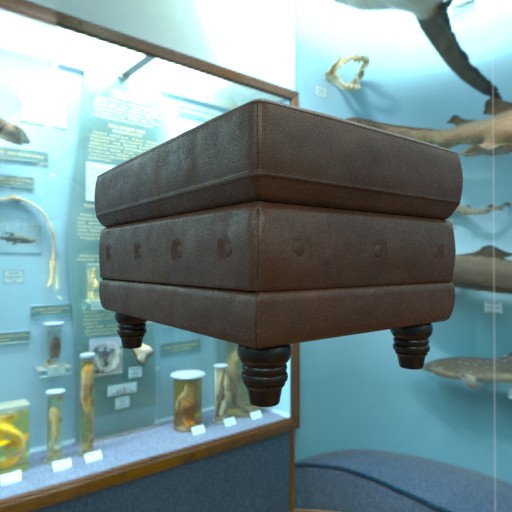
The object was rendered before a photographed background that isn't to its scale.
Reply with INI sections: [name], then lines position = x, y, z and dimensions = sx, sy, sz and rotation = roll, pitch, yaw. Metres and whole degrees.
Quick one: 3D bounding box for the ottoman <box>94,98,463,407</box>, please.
[ottoman]
position = 0.000, 0.000, 1.132
dimensions = 0.588, 0.509, 0.795
rotation = 0, -1, -37
